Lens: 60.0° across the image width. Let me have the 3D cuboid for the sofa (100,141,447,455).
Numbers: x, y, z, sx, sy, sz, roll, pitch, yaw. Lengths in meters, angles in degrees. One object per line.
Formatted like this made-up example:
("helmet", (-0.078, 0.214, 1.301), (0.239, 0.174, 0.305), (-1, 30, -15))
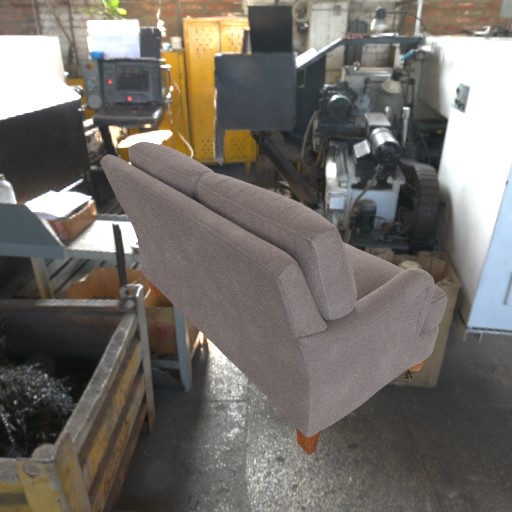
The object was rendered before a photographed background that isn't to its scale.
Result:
("sofa", (0.000, 0.000, 2.536), (1.084, 1.101, 1.853), (-18, 32, -31))
